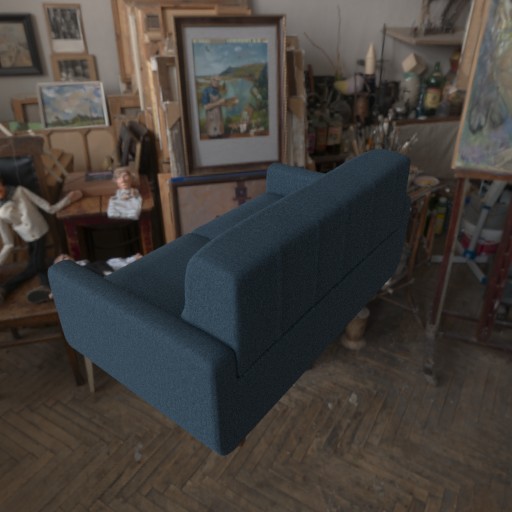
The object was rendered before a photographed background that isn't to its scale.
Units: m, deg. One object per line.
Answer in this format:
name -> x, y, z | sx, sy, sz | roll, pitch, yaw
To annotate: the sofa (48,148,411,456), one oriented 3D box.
sofa -> 0.000, 0.000, 2.213 | 0.942, 0.896, 1.651 | 22, 37, 31
